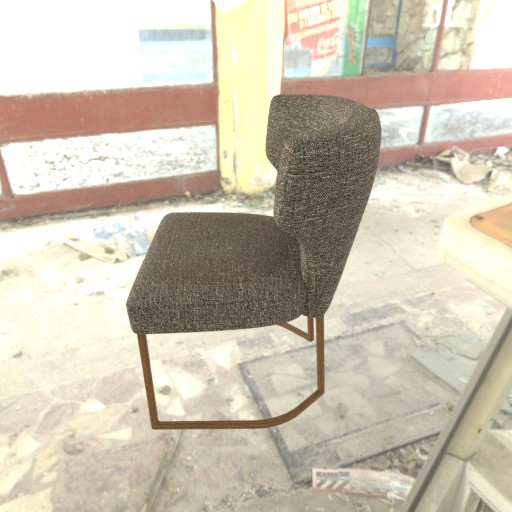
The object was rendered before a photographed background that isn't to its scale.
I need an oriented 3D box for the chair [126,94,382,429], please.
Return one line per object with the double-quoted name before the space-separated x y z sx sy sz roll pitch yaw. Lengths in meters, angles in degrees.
"chair" 0.000 0.000 1.273 0.617 0.824 0.611 0 28 -1
